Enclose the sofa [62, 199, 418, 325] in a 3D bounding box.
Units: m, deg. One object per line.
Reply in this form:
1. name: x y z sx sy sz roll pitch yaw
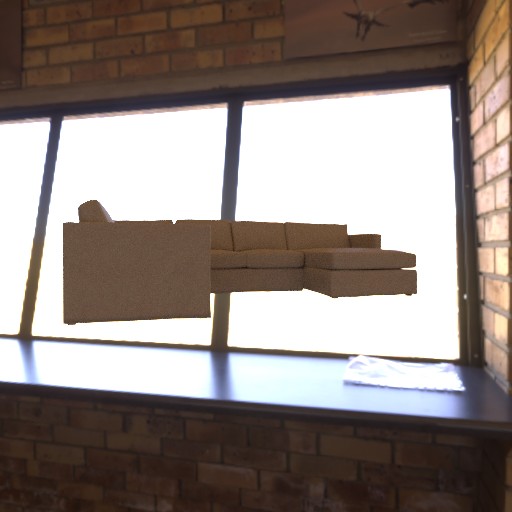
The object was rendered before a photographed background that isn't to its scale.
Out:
1. sofa: 0.000 0.000 4.598 3.460 0.882 2.427 0 1 -17
